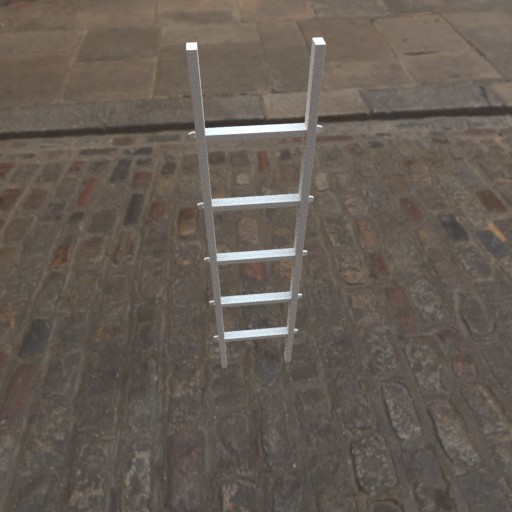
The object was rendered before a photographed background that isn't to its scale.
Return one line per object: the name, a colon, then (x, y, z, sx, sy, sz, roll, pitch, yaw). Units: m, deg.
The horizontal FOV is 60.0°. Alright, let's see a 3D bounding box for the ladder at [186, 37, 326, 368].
ladder: (0.000, 0.000, 1.939, 0.452, 1.797, 0.051, -4, 47, -4)
